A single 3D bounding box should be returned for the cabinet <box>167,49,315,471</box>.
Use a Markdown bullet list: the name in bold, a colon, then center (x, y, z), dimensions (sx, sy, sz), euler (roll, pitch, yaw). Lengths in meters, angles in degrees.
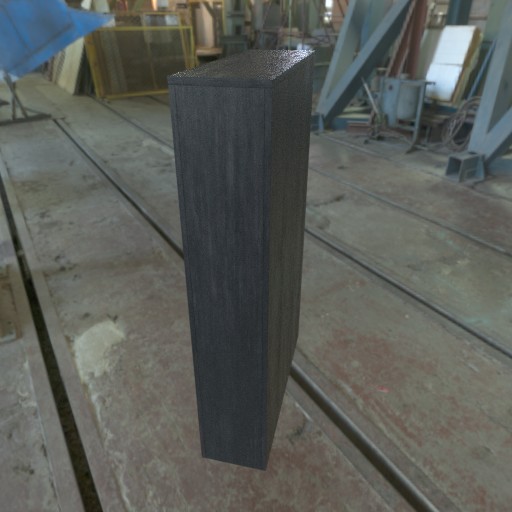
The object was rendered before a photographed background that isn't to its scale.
- **cabinet**: center (0.000, 0.000, 1.578), dimensions (0.250, 1.280, 0.750), euler (7, 30, 12)
